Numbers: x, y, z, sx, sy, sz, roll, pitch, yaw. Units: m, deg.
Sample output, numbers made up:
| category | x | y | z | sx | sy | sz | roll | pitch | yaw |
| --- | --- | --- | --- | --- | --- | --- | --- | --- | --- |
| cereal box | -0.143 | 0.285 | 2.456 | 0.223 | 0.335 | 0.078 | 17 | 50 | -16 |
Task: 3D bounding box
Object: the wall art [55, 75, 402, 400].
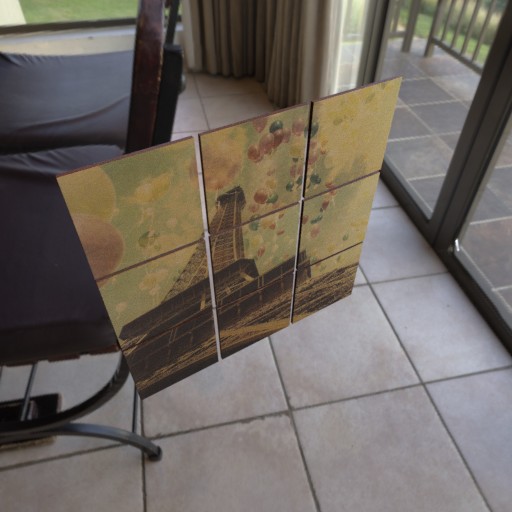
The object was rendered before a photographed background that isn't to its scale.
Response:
| category | x | y | z | sx | sy | sz | roll | pitch | yaw |
| --- | --- | --- | --- | --- | --- | --- | --- | --- | --- |
| wall art | 0.000 | 0.000 | 1.859 | 1.256 | 1.246 | 0.017 | -23 | 49 | -21 |
